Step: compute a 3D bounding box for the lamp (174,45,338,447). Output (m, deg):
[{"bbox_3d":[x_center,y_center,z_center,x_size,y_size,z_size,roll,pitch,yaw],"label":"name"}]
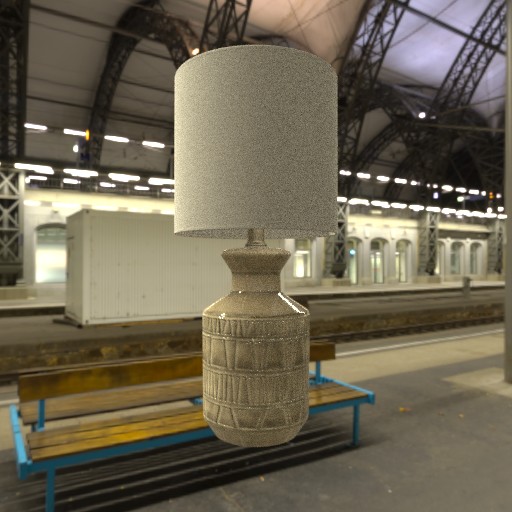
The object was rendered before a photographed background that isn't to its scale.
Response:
[{"bbox_3d":[0.000,0.000,0.582,0.211,0.455,0.211,-1,-1,36],"label":"lamp"}]
